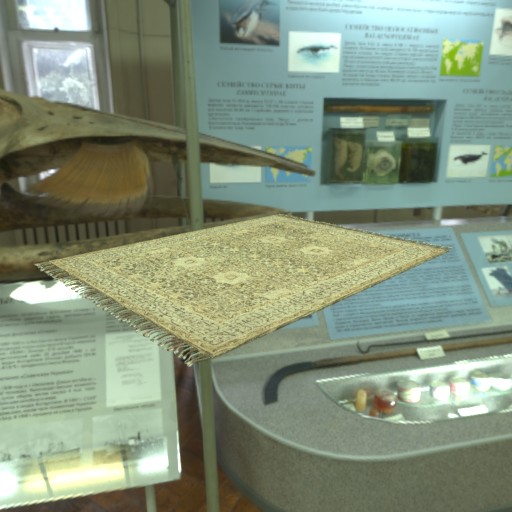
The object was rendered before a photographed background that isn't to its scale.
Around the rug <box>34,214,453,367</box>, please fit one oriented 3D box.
[{"bbox_3d":[0.000,0.000,4.259,3.291,0.017,2.431,-16,23,-42],"label":"rug"}]
